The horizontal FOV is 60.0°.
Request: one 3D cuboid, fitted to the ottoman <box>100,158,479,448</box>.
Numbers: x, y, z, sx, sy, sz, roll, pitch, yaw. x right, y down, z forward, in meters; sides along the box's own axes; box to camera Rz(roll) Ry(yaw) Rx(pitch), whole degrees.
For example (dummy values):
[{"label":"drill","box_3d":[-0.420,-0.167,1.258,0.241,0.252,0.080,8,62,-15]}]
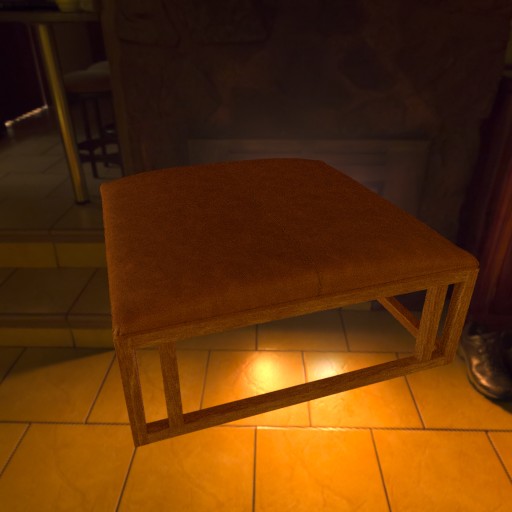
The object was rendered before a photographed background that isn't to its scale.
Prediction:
[{"label":"ottoman","box_3d":[0.000,0.000,1.610,1.013,0.442,1.016,-9,30,-16]}]
